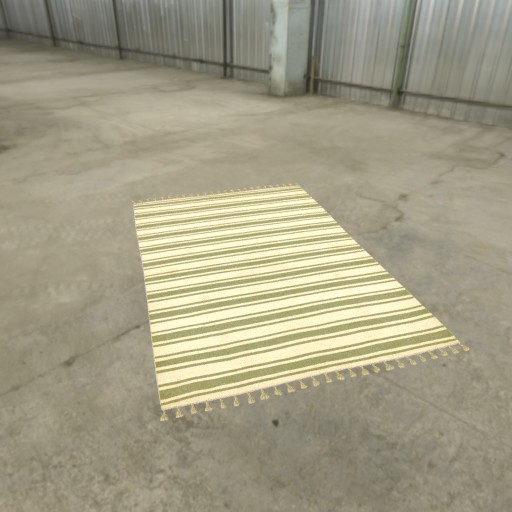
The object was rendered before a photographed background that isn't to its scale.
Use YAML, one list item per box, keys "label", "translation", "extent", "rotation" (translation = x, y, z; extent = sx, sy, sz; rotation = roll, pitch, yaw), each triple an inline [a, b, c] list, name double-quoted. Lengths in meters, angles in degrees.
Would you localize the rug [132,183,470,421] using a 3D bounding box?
- label: "rug"
  translation: [0.000, 0.000, 3.038]
  extent: [1.540, 0.018, 2.435]
  rotation: [-8, 31, -14]
